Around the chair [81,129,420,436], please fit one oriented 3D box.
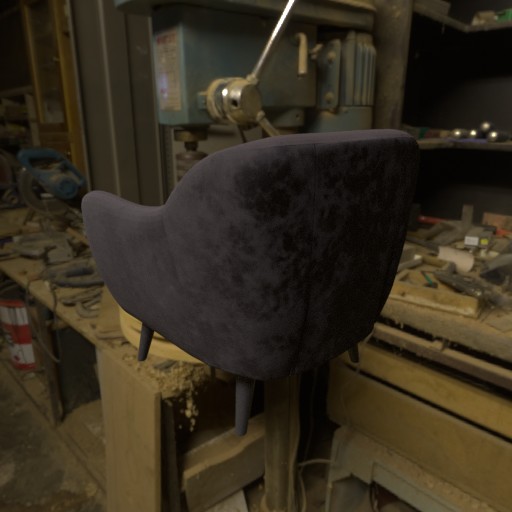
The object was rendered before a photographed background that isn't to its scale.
[{"bbox_3d":[0.000,0.000,1.449,0.840,0.807,0.819,-16,24,-41],"label":"chair"}]
